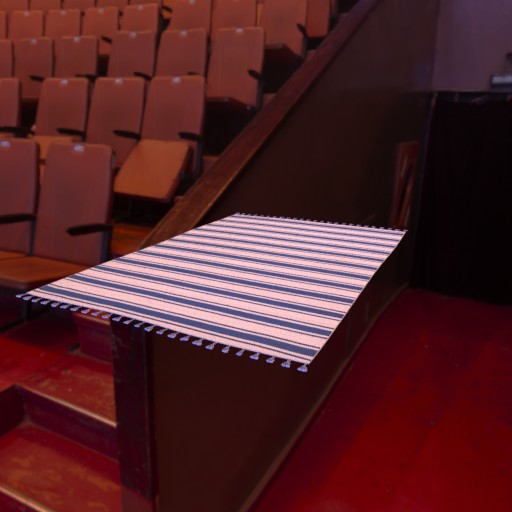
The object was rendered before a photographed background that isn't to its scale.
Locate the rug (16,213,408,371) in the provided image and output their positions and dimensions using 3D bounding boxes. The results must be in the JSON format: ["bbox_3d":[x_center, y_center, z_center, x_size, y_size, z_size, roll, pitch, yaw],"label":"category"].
[{"bbox_3d":[0.000,0.000,2.863,1.544,0.010,2.315,9,19,25],"label":"rug"}]
